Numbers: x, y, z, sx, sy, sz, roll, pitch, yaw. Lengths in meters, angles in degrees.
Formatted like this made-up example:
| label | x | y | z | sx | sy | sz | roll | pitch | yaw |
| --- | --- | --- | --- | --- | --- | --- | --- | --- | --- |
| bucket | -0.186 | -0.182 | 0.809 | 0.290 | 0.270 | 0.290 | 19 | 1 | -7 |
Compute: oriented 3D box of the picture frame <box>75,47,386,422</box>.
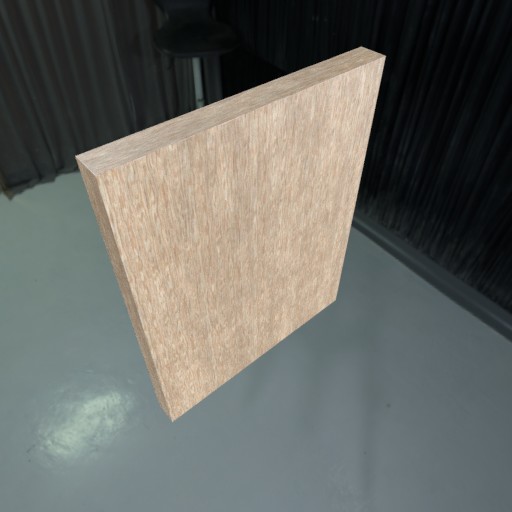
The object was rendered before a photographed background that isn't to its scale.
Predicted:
| label | x | y | z | sx | sy | sz | roll | pitch | yaw |
| --- | --- | --- | --- | --- | --- | --- | --- | --- | --- |
| picture frame | 0.000 | 0.000 | 0.703 | 0.424 | 0.526 | 0.043 | -31 | 53 | -27 |
